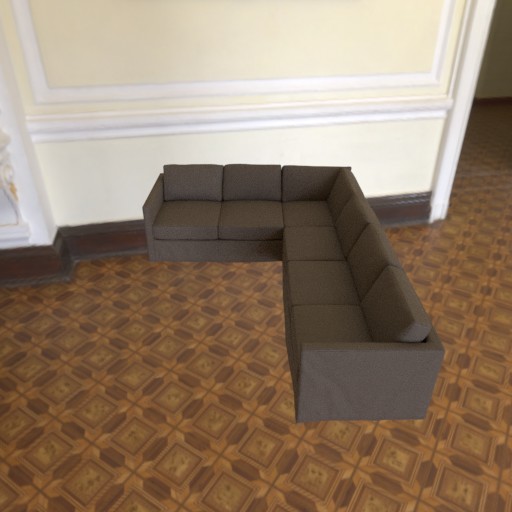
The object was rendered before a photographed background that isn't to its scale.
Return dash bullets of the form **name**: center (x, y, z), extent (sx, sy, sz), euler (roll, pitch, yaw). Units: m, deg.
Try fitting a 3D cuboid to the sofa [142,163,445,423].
- **sofa**: center (0.000, 0.000, 4.291), extent (2.432, 0.871, 3.182), euler (0, 31, 0)
